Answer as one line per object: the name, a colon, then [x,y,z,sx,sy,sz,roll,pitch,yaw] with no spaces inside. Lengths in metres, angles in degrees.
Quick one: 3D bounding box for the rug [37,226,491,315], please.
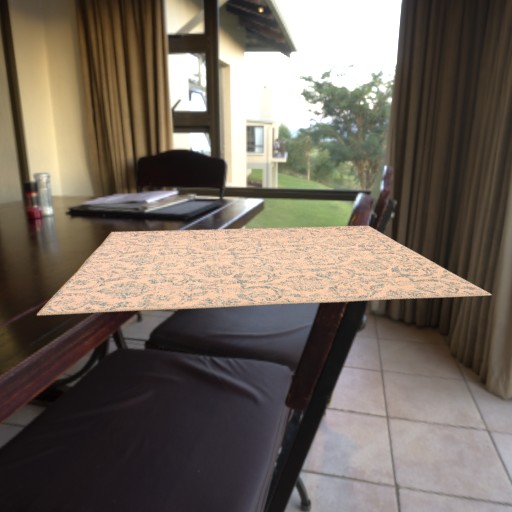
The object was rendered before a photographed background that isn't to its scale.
rug: [0.000,0.000,4.002,2.980,0.012,2.363,-2,16,-6]
